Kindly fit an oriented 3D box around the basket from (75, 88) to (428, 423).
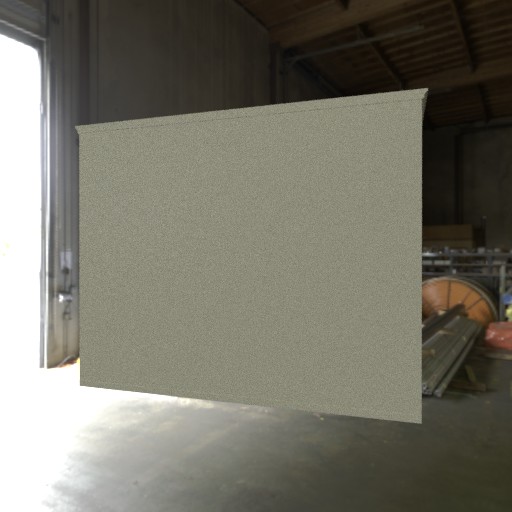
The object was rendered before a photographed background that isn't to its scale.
[{"bbox_3d":[0.000,0.000,1.124,0.792,0.625,0.376,0,0,18],"label":"basket"}]
